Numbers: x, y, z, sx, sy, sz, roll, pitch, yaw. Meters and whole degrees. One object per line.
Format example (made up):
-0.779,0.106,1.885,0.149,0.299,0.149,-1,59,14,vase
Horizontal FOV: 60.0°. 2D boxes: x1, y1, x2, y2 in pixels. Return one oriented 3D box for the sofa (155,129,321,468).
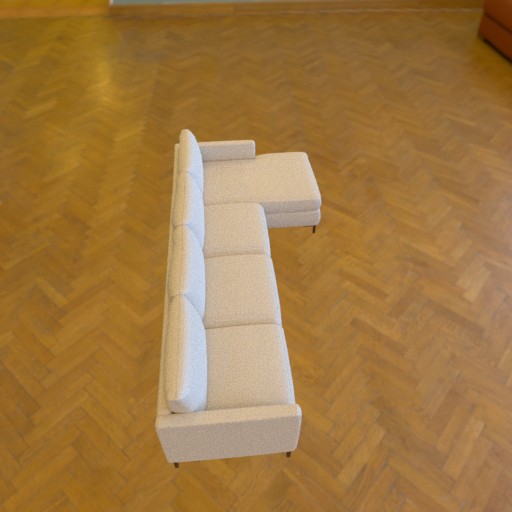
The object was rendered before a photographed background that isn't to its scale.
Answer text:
0.000,0.000,3.291,1.258,0.755,2.731,-4,45,-4,sofa
